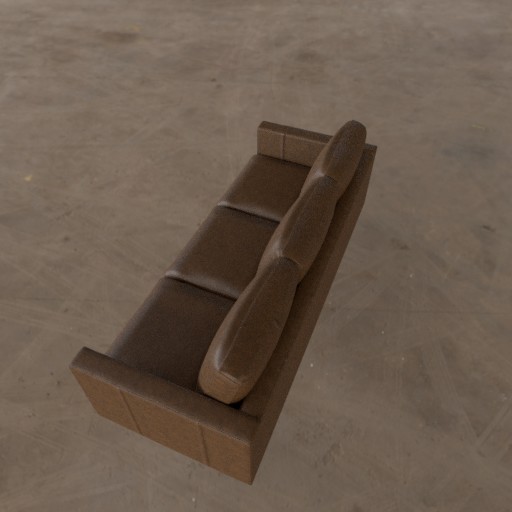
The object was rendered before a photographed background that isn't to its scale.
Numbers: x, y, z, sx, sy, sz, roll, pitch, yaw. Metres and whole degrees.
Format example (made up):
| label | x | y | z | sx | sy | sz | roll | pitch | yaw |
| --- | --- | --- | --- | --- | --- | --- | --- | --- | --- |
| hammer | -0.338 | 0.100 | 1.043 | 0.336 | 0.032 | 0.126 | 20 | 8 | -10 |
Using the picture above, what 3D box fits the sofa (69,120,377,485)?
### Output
| label | x | y | z | sx | sy | sz | roll | pitch | yaw |
| --- | --- | --- | --- | --- | --- | --- | --- | --- | --- |
| sofa | 0.000 | 0.000 | 2.677 | 0.903 | 0.930 | 2.231 | 17 | 49 | 16 |
